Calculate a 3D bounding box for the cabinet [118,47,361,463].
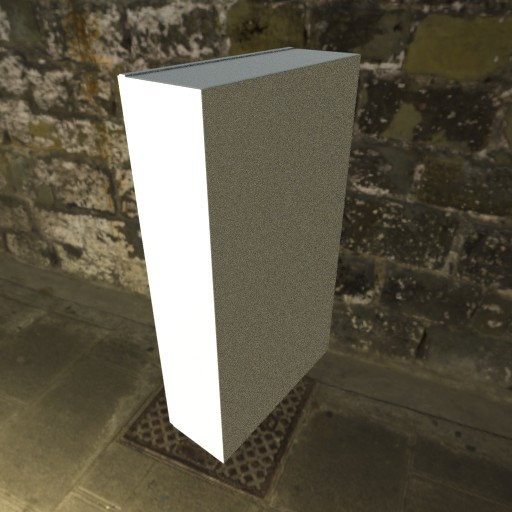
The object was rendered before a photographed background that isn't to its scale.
[{"bbox_3d":[0.000,0.000,2.671,0.480,2.160,1.250,22,37,32],"label":"cabinet"}]
